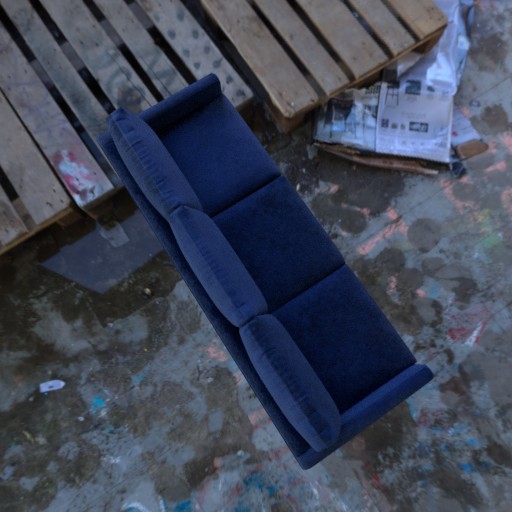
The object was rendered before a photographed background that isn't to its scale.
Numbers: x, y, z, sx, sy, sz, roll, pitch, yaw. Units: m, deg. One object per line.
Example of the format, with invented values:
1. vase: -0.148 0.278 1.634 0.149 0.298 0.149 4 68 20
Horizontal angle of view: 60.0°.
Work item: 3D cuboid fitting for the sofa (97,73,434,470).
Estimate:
1. sofa: 0.000 0.000 2.685 0.875 0.879 2.252 -32 78 -8
